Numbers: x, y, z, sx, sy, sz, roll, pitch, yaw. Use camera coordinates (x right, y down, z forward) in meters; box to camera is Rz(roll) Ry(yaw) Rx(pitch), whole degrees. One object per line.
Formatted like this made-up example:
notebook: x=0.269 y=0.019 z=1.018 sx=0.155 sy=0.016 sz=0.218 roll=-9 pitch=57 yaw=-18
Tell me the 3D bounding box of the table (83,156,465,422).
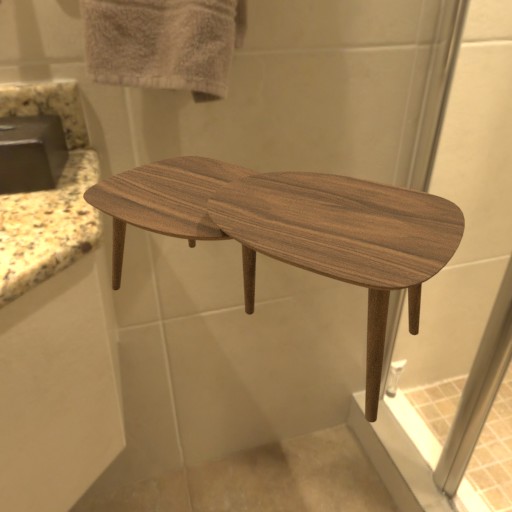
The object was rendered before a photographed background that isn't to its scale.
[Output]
table: x=0.000 y=0.000 z=1.348 sx=1.084 sy=0.429 sz=0.527 roll=21 pitch=37 yaw=30
